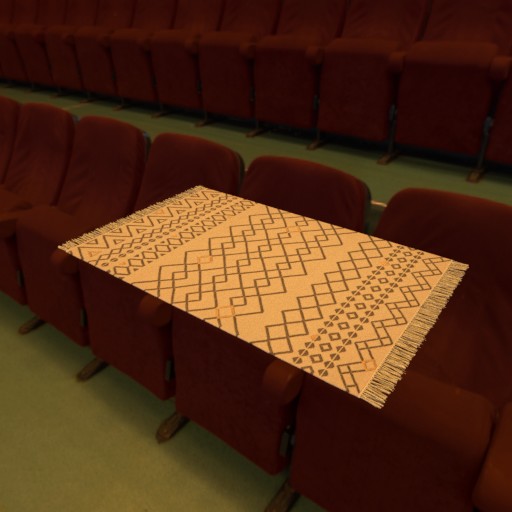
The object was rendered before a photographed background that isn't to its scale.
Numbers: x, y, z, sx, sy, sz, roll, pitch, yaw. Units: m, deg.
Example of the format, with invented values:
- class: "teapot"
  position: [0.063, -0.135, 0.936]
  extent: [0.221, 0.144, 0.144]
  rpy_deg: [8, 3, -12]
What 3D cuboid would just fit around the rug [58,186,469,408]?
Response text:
- class: "rug"
  position: [0.000, 0.000, 2.517]
  extent: [2.023, 0.028, 1.224]
  rpy_deg: [20, 36, 31]
